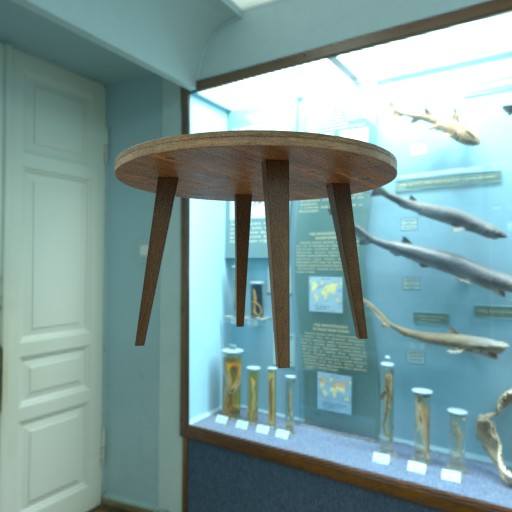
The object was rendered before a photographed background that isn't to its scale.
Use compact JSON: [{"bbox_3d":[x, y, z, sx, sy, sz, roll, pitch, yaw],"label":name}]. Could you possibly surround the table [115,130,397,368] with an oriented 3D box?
[{"bbox_3d":[0.000,0.000,1.989,1.213,0.764,1.213,0,-1,0],"label":"table"}]
